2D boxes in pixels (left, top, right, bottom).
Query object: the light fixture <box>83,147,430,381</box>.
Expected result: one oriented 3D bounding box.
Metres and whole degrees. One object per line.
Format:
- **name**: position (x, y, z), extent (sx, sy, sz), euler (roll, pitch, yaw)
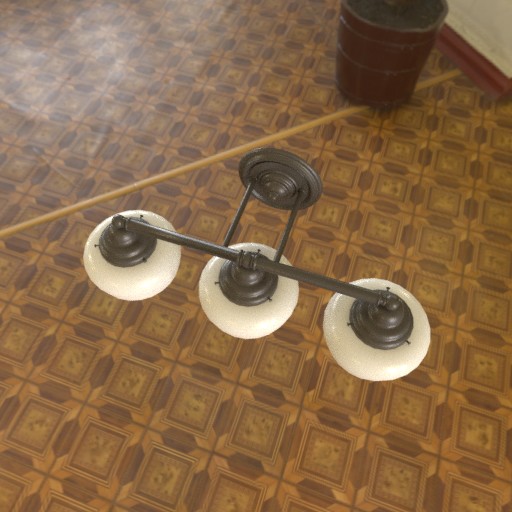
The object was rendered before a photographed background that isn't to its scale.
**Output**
- **light fixture**: position (0.000, 0.000, 0.708), extent (0.587, 0.242, 0.239), euler (16, 61, 9)
